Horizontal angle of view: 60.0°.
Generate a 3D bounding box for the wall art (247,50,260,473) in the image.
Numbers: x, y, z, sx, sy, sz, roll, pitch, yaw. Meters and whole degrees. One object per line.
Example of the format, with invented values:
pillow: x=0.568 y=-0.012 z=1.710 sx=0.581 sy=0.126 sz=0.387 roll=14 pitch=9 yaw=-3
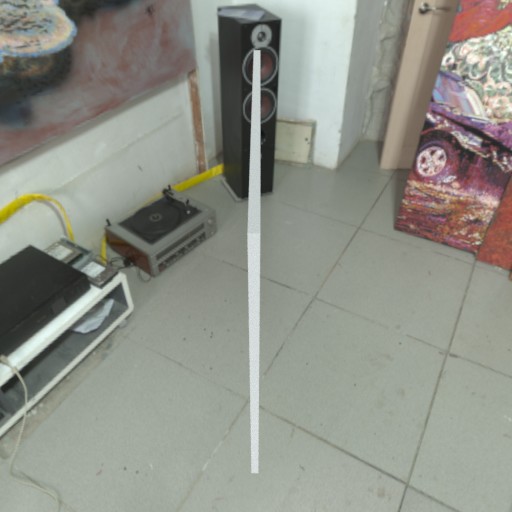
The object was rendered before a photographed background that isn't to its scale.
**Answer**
wall art: x=0.000 y=0.000 z=0.978 sx=0.015 sy=0.660 sz=0.660 roll=0 pitch=42 yaw=0
